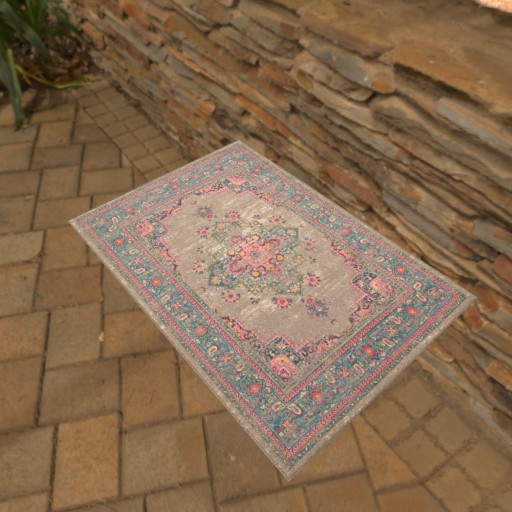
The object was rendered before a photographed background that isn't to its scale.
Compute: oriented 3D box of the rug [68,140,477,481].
[{"bbox_3d":[0.000,0.000,3.702,2.005,0.013,2.890,-32,55,-26],"label":"rug"}]
